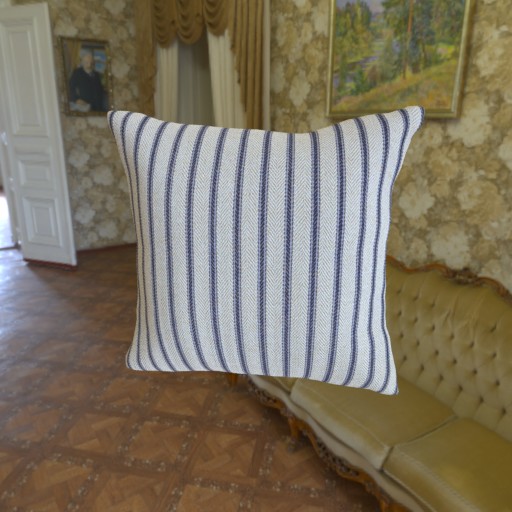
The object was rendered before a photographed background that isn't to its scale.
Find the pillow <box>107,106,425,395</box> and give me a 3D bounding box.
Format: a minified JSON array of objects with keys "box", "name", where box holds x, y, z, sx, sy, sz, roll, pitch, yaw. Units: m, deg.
[{"box":[0.000,0.000,0.697,0.468,0.444,0.138,3,17,9],"name":"pillow"}]
